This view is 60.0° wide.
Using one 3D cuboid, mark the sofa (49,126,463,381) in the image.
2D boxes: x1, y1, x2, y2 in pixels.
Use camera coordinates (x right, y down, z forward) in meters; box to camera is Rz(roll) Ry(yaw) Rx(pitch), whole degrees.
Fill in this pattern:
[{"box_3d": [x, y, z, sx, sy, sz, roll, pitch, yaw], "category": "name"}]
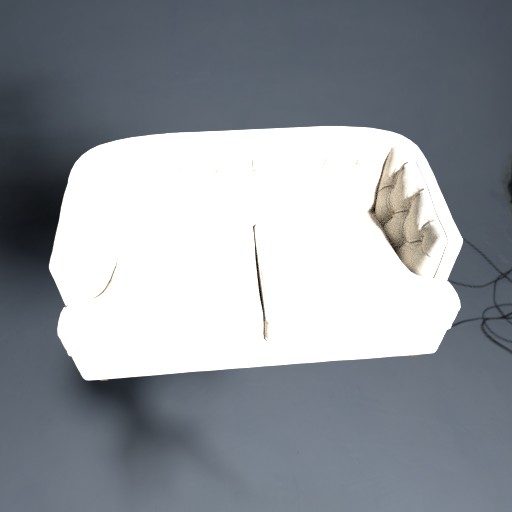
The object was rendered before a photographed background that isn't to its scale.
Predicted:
[{"box_3d": [0.000, 0.000, 2.199, 1.731, 0.878, 0.940, -4, 46, -4], "category": "sofa"}]
